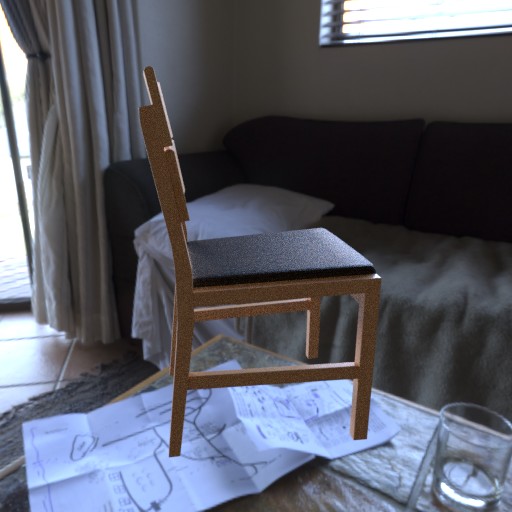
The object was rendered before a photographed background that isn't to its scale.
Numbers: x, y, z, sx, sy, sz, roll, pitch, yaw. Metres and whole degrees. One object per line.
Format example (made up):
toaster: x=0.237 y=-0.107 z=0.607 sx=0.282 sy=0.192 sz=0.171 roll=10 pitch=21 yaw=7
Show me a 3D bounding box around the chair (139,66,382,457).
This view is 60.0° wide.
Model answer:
chair: x=0.000 y=0.000 z=1.264 sx=0.560 sy=0.950 sz=0.475 roll=-3 pitch=18 yaw=-10
